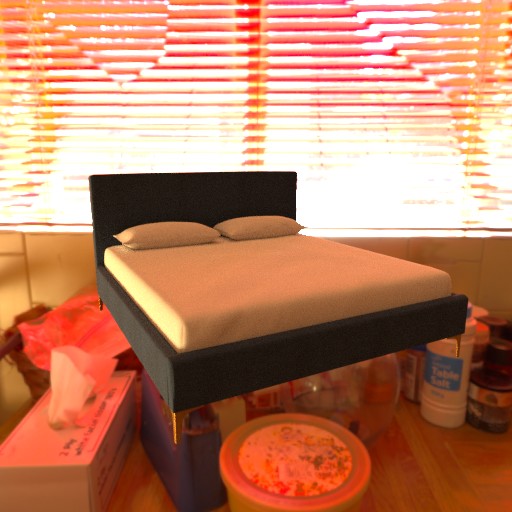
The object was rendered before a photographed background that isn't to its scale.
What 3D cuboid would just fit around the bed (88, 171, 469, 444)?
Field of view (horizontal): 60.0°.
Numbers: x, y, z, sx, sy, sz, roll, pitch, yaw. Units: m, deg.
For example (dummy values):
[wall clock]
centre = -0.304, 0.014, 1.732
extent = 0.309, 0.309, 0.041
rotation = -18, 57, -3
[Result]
[bed]
centre = 0.000, 0.000, 3.438
extent = 2.096, 1.231, 2.232
rotation = -7, 14, -27
